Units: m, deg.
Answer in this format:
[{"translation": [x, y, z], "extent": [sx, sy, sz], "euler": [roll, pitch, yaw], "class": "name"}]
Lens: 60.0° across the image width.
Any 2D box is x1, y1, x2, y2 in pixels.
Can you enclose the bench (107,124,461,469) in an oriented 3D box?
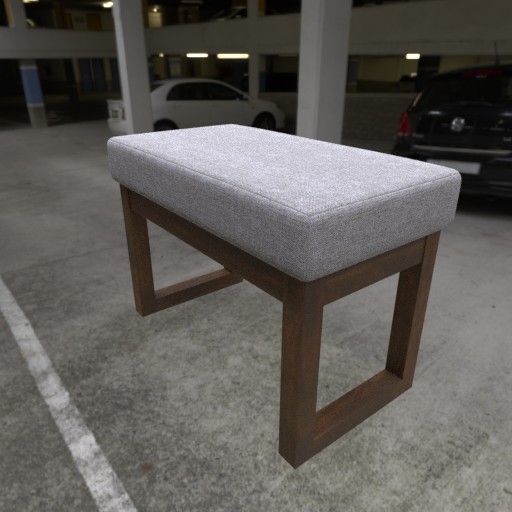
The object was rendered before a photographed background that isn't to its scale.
[{"translation": [0.000, 0.000, 0.974], "extent": [0.366, 0.467, 0.681], "euler": [-18, 30, -34], "class": "bench"}]
